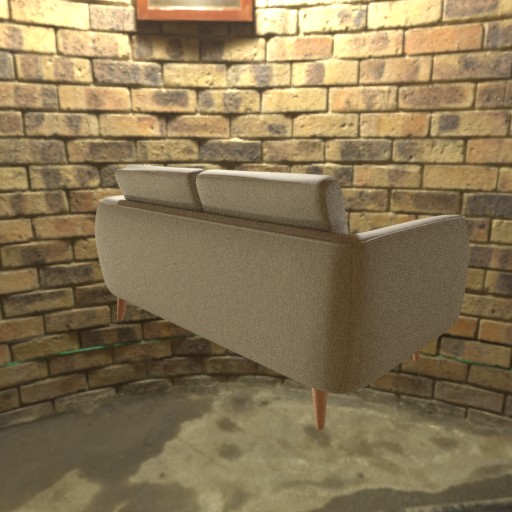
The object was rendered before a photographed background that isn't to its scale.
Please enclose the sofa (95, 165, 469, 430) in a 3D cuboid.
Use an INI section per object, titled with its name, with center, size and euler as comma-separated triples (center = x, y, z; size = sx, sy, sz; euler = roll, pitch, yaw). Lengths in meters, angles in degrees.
[sofa]
center = 0.000, 0.000, 2.152
size = 0.920, 0.850, 1.700
euler = -13, 19, -43
